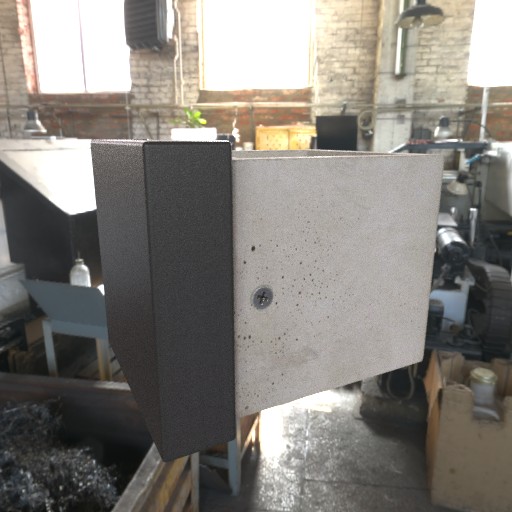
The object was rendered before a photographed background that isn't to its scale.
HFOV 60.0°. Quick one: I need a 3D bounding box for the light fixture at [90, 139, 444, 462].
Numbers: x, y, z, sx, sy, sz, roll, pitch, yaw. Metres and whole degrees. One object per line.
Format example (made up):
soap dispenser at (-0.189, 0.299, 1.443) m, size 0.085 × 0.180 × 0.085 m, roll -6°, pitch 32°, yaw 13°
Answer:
light fixture at (0.000, 0.000, 0.238) m, size 0.143 × 0.121 × 0.121 m, roll -8°, pitch 17°, yaw -26°
